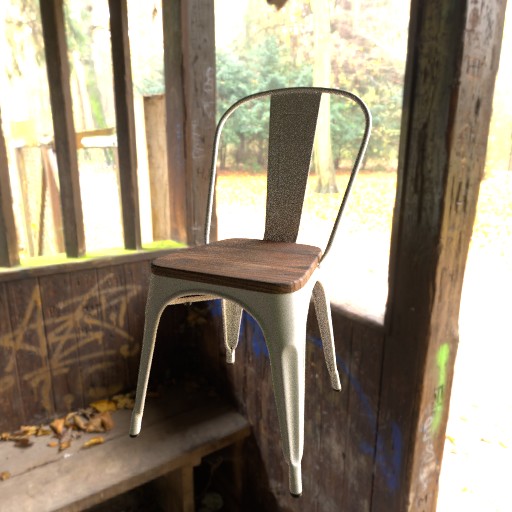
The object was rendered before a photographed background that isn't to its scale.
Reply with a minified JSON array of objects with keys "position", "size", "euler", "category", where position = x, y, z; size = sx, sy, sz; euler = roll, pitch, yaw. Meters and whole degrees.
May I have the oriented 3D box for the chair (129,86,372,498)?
[{"position":[0.000,0.000,1.116],"size":[0.452,0.851,0.521],"euler":[7,16,25],"category":"chair"}]
